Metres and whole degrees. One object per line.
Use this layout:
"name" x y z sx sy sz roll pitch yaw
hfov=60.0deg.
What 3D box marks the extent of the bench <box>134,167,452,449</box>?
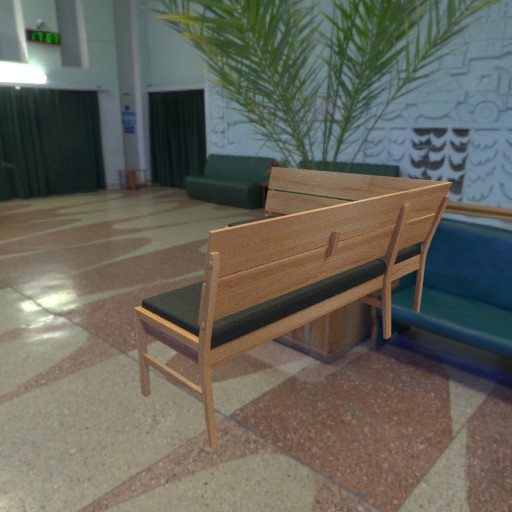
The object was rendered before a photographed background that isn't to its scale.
"bench" 0.000 0.000 2.786 1.948 0.890 1.548 -16 22 -42
